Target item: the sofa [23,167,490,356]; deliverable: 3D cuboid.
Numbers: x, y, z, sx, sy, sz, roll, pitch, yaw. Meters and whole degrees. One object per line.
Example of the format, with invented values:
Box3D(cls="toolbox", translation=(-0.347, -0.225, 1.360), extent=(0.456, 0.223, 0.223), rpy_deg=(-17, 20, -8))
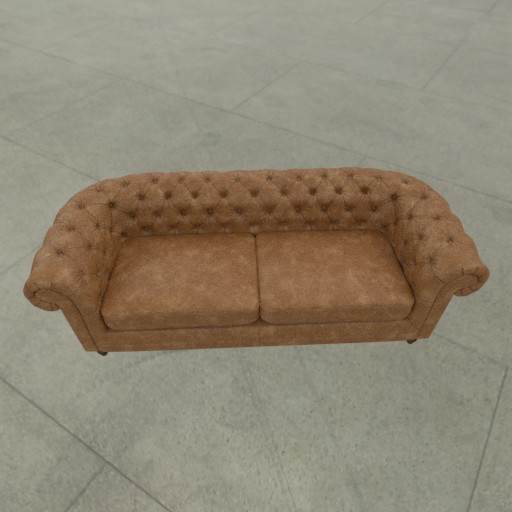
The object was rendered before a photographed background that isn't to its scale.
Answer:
Box3D(cls="sofa", translation=(0.000, 0.000, 2.742), extent=(2.365, 0.760, 0.989), rpy_deg=(-2, 45, -2))
